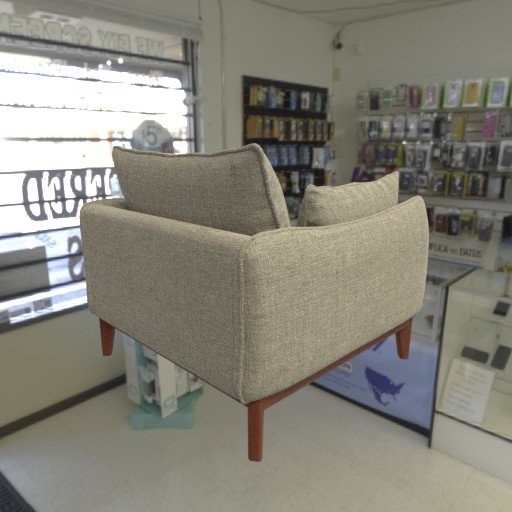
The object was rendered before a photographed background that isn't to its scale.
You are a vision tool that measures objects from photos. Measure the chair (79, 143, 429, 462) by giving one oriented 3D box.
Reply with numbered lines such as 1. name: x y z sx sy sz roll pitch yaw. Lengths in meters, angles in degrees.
1. chair: 0.000 0.000 1.698 0.976 0.839 0.993 -14 20 -43
